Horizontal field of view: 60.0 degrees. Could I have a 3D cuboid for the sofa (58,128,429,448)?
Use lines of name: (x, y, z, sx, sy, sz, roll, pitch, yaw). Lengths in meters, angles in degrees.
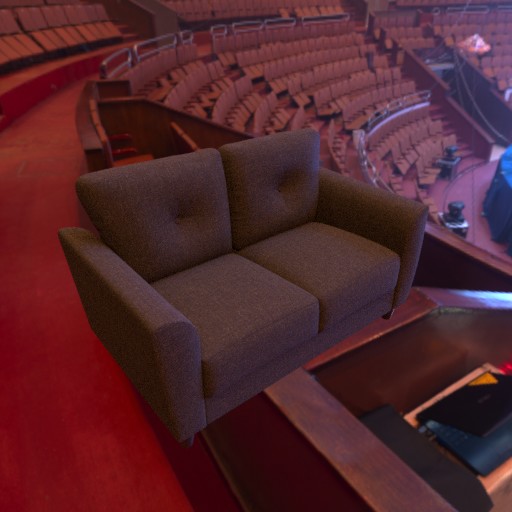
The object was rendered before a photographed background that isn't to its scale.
sofa: (0.000, 0.000, 2.007, 1.423, 0.885, 0.851, -22, 36, -33)
